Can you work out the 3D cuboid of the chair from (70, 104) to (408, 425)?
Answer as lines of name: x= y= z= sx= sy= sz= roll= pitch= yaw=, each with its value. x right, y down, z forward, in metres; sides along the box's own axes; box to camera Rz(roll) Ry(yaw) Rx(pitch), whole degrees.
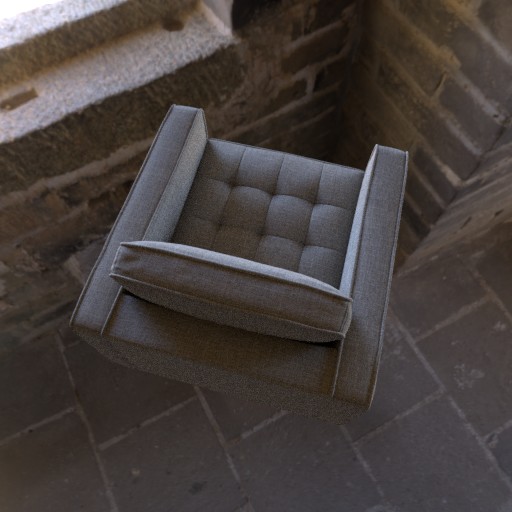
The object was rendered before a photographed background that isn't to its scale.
chair: x=0.000 y=0.000 z=1.571 sx=0.889 sy=0.765 sz=0.914 roll=13 pitch=64 yaw=7
